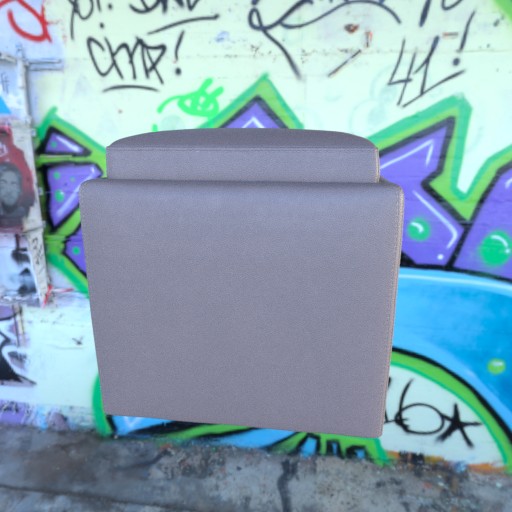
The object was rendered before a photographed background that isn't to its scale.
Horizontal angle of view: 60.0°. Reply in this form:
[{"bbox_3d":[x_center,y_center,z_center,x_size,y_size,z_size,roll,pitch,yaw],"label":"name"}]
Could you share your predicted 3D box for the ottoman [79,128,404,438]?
[{"bbox_3d":[0.000,0.000,0.829,0.450,0.460,0.451,2,16,8],"label":"ottoman"}]
